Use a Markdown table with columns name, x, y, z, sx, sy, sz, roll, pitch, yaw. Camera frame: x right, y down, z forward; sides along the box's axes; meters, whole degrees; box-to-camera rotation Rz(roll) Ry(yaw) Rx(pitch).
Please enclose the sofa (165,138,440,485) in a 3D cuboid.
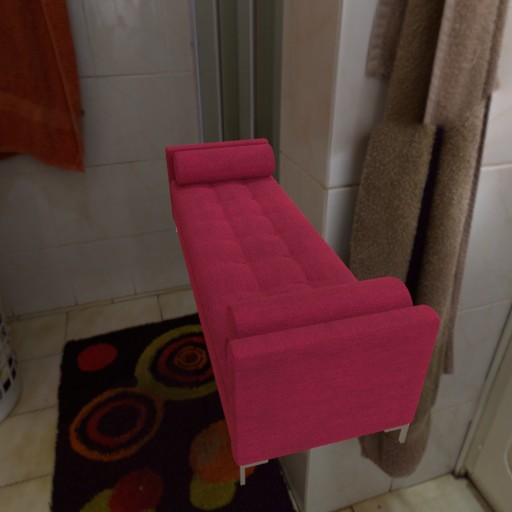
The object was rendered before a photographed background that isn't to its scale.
| name | x | y | z | sx | sy | sz | roll | pitch | yaw |
| --- | --- | --- | --- | --- | --- | --- | --- | --- | --- |
| sofa | 0.000 | 0.000 | 2.286 | 0.686 | 0.635 | 1.981 | -8 | 33 | -13 |
